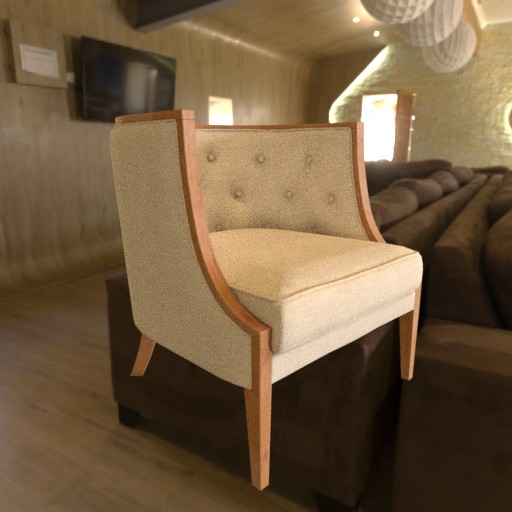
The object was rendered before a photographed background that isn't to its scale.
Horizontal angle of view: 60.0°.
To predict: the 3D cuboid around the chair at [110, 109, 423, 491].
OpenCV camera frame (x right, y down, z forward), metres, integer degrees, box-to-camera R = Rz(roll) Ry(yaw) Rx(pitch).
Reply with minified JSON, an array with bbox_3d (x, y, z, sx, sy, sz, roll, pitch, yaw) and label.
[{"bbox_3d":[0.000,0.000,1.312,0.711,0.775,0.757,-13,19,-43],"label":"chair"}]
